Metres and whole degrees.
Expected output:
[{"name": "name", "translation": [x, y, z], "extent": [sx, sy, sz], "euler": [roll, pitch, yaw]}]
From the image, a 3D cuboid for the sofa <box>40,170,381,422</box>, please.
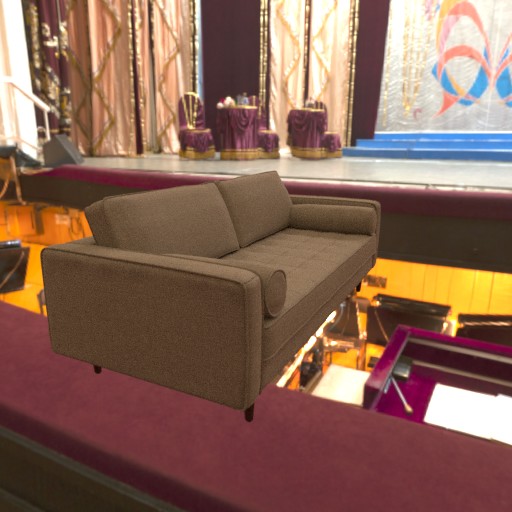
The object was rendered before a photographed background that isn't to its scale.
[{"name": "sofa", "translation": [0.000, 0.000, 2.305], "extent": [0.914, 0.762, 1.879], "euler": [8, 17, 26]}]
